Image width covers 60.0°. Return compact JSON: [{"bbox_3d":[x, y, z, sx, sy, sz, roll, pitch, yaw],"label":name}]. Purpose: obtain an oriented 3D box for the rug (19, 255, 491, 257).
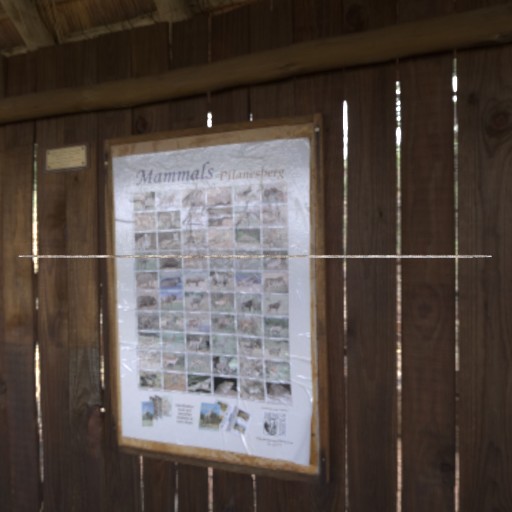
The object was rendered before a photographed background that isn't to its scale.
[{"bbox_3d":[0.000,0.000,4.277,3.291,0.017,2.431,0,0,1],"label":"rug"}]
